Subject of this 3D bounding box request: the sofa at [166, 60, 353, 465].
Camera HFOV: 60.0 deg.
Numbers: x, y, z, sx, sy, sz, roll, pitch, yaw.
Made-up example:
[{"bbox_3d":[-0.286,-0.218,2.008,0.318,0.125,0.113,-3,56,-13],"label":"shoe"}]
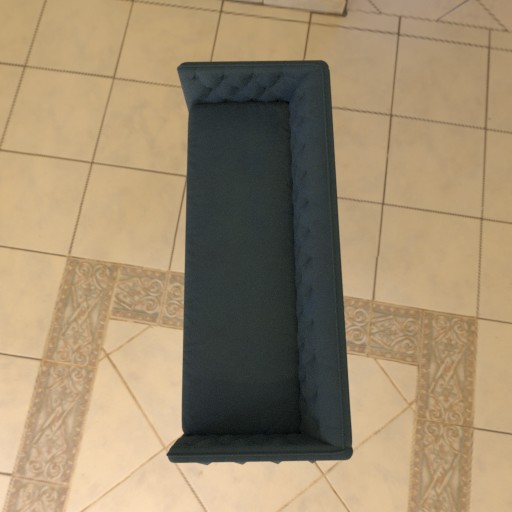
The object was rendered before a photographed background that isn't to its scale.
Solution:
[{"bbox_3d":[0.000,0.000,2.687,0.895,0.771,2.209,-1,77,0],"label":"sofa"}]
